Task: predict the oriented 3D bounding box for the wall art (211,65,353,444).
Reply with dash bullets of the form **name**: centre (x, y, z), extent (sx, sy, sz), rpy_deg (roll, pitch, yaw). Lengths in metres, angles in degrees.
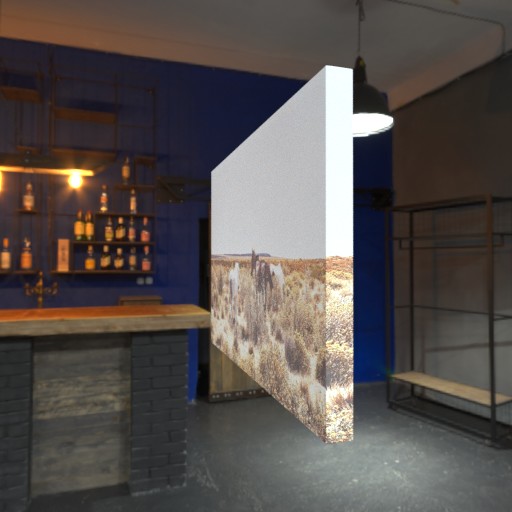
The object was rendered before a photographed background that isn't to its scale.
- **wall art**: centre (0.000, 0.000, 1.157), extent (0.050, 0.610, 0.914), rpy_deg (0, 0, -17)
